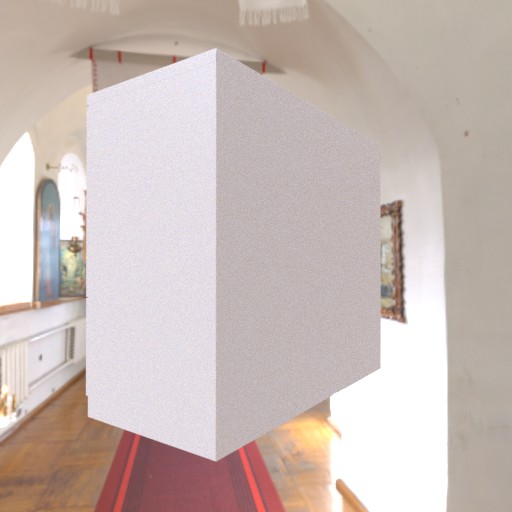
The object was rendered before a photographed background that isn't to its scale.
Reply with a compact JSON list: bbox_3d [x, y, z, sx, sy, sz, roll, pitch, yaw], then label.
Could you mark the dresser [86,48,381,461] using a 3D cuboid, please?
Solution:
[{"bbox_3d":[0.000,0.000,1.251,0.420,0.740,0.830,0,0,36],"label":"dresser"}]
